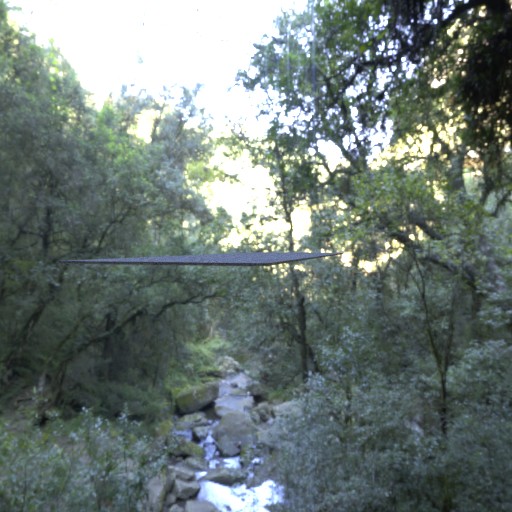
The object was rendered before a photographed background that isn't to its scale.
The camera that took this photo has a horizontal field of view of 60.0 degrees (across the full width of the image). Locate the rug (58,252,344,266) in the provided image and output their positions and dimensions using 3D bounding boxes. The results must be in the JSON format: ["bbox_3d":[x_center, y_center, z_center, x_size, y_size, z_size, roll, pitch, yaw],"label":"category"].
[{"bbox_3d":[0.000,0.000,2.678,0.807,0.013,2.436,0,1,17],"label":"rug"}]
